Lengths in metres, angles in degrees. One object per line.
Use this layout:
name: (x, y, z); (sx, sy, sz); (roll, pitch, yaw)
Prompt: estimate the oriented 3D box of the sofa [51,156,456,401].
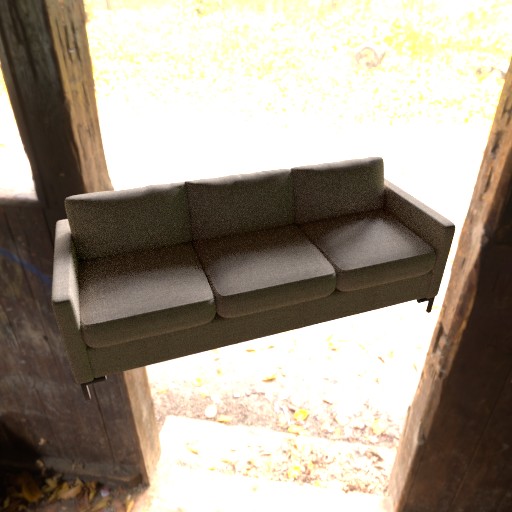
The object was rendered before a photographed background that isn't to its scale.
sofa: (0.000, 0.000, 2.712); (2.218, 0.874, 0.859); (-11, 34, -16)
